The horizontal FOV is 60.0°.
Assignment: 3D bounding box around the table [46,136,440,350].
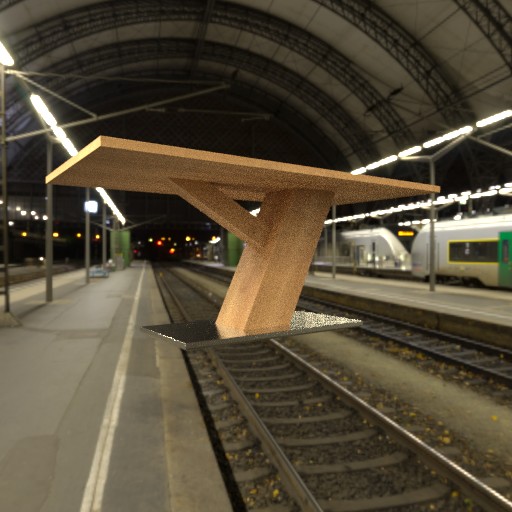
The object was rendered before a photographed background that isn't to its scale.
[{"bbox_3d":[0.000,0.000,2.250,1.800,0.750,0.900,0,0,-35],"label":"table"}]
